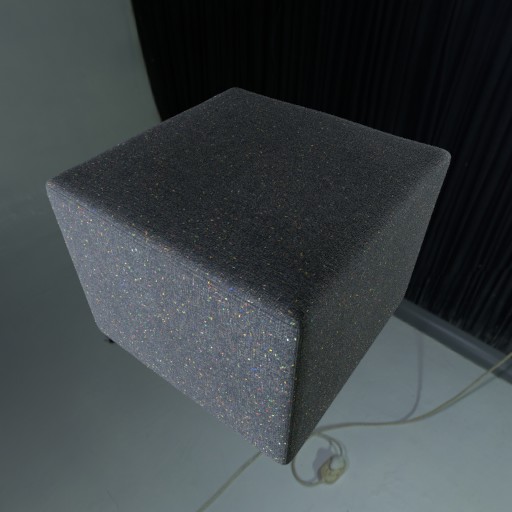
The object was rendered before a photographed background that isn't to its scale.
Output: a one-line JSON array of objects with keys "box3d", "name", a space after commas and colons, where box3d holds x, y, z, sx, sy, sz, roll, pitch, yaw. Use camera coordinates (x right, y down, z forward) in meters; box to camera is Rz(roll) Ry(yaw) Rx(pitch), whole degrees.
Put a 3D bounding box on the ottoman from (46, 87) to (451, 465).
[{"box3d": [0.000, 0.000, 0.875, 0.508, 0.432, 0.508, 27, 49, 26], "name": "ottoman"}]
